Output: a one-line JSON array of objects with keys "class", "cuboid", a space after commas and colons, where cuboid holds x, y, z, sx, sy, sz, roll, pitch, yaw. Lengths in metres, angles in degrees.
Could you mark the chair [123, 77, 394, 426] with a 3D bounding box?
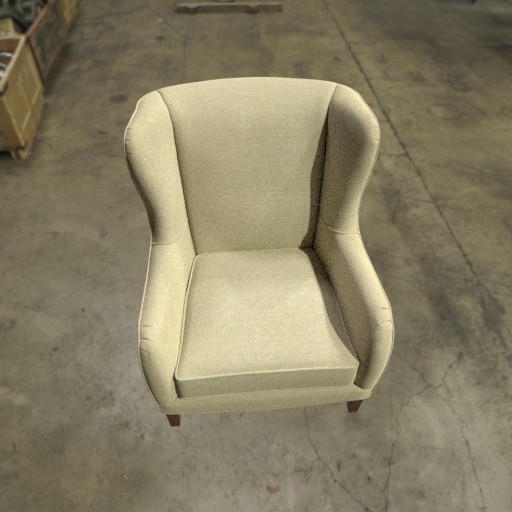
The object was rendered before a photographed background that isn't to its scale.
[{"class": "chair", "cuboid": [0.000, 0.000, 1.730, 0.838, 1.040, 0.966, -3, 46, -3]}]
